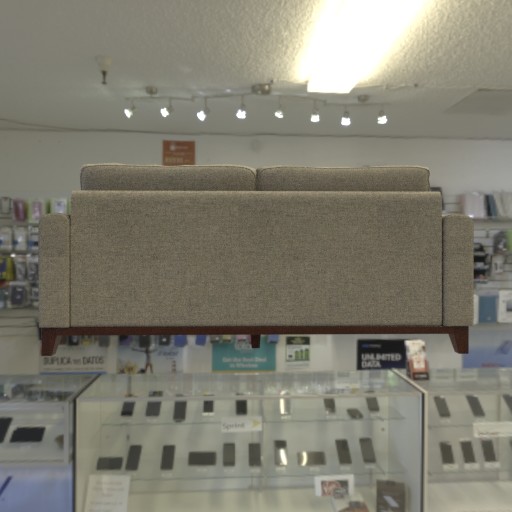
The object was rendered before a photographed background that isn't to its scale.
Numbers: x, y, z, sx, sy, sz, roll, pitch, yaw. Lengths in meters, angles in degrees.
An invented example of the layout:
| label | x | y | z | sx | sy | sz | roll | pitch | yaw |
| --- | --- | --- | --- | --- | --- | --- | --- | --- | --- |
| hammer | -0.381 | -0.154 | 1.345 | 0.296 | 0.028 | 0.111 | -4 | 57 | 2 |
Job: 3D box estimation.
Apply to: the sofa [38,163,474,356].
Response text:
| label | x | y | z | sx | sy | sz | roll | pitch | yaw |
| --- | --- | --- | --- | --- | --- | --- | --- | --- | --- |
| sofa | 0.000 | 0.000 | 2.470 | 1.978 | 0.892 | 0.969 | 0 | 0 | -1 |
